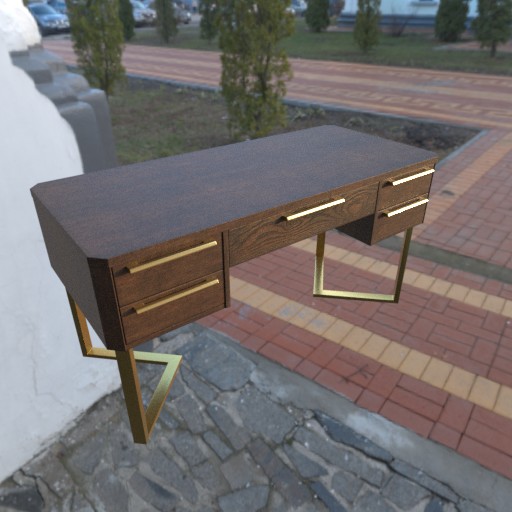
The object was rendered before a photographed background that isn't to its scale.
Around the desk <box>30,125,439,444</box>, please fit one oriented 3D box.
[{"bbox_3d":[0.000,0.000,1.878,1.479,0.762,0.684,-20,36,-31],"label":"desk"}]
